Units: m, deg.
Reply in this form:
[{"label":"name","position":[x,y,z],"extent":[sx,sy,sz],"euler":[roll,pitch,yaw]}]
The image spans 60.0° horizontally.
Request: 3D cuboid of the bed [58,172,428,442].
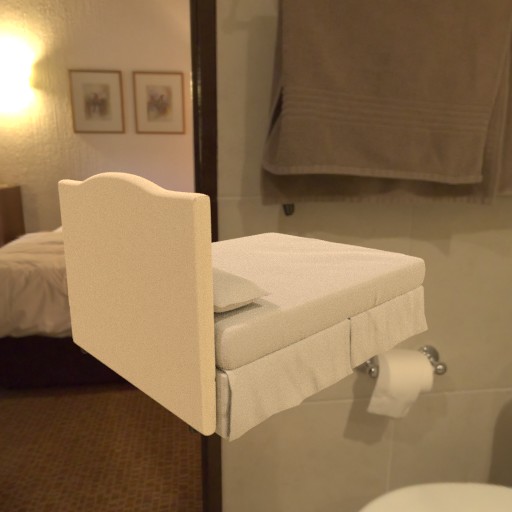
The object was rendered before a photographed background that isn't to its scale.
[{"label":"bed","position":[0.000,0.000,3.680],"extent":[2.477,1.437,1.977],"euler":[-13,18,-43]}]
